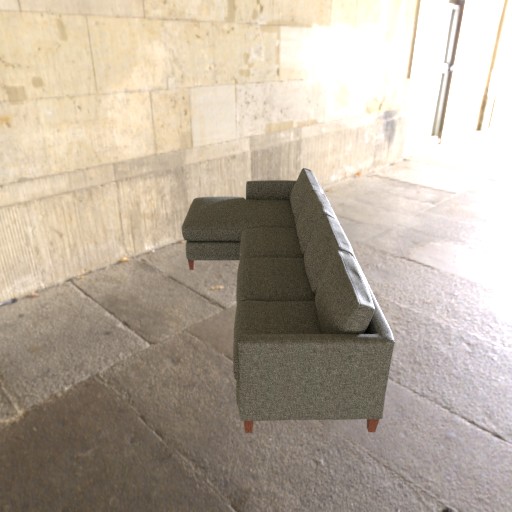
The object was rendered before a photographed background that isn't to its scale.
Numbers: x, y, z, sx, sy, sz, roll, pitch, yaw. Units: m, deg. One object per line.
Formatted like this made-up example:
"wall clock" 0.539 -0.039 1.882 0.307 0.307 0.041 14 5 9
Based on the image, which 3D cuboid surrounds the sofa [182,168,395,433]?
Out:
"sofa" 0.000 0.000 4.222 1.635 0.960 3.485 0 25 0
